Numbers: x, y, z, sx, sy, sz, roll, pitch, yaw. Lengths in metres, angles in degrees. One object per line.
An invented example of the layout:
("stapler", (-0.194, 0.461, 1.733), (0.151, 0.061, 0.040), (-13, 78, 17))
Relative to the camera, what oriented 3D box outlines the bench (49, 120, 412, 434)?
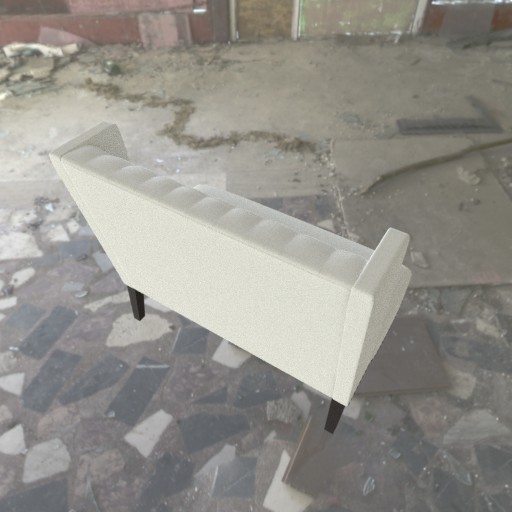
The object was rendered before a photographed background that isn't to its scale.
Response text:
("bench", (0.000, 0.000, 2.016), (1.280, 1.123, 0.847), (24, 51, 22))
